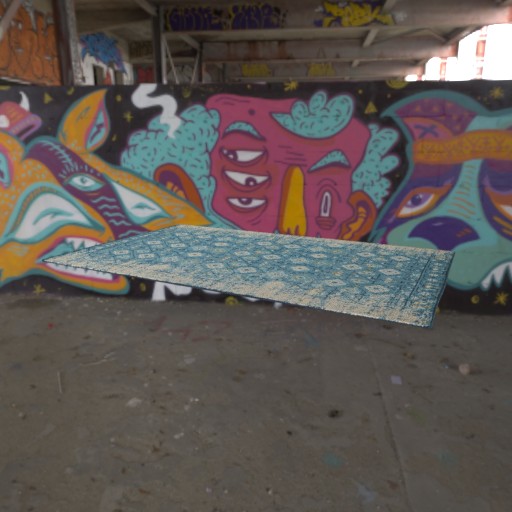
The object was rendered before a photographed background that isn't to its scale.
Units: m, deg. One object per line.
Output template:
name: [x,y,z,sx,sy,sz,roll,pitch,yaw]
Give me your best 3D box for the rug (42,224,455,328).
rug: [0.000,0.000,3.066,2.449,0.015,1.530,7,16,26]
